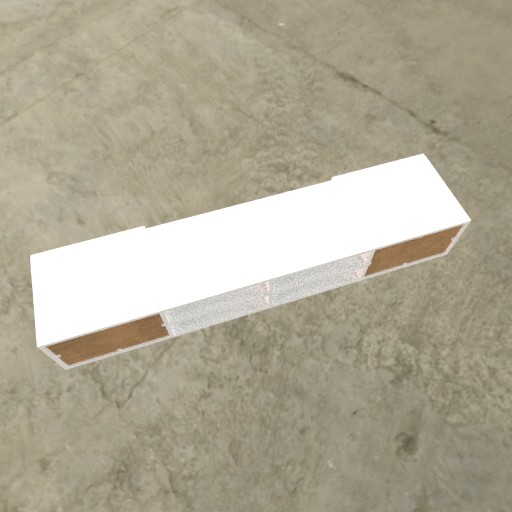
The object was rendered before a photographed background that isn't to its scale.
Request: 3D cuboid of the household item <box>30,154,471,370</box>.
[{"bbox_3d":[0.000,0.000,2.031,1.850,0.310,0.420,-16,60,-9],"label":"household item"}]
